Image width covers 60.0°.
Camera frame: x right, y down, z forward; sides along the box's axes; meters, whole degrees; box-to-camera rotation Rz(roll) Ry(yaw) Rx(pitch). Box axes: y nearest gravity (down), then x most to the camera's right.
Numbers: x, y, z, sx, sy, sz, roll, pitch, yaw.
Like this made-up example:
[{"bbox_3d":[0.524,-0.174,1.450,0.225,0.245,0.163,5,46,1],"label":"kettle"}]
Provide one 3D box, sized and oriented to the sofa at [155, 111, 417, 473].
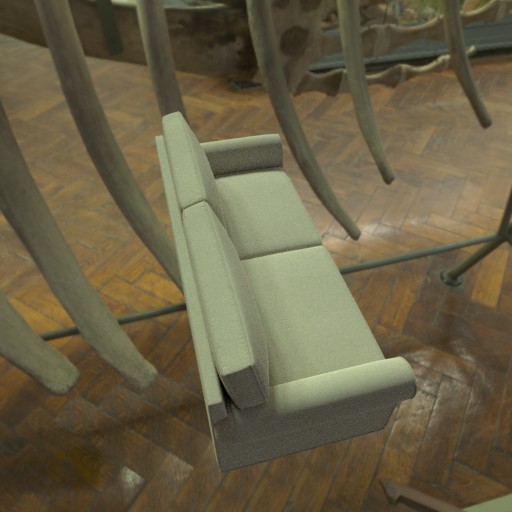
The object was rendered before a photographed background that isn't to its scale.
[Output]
[{"bbox_3d":[0.000,0.000,2.621,0.901,0.962,2.146,-11,47,-10],"label":"sofa"}]
